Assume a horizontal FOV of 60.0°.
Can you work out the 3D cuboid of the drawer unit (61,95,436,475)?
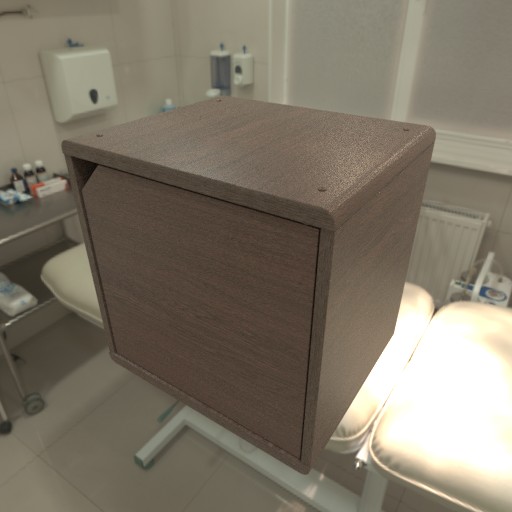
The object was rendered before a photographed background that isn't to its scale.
[{"bbox_3d":[0.000,0.000,0.612,0.344,0.344,0.290,19,36,29],"label":"drawer unit"}]
